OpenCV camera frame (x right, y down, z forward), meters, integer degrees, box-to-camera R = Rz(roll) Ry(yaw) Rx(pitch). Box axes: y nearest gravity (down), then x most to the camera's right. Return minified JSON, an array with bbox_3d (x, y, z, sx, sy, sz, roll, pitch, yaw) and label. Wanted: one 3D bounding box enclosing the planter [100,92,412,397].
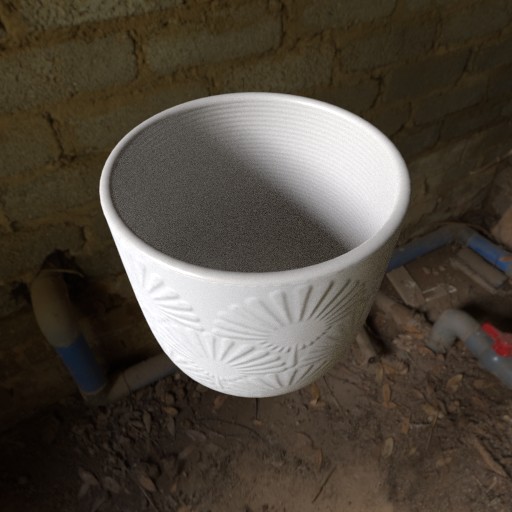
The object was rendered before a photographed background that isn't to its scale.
[{"bbox_3d":[0.000,0.000,0.219,0.124,0.109,0.124,0,47,0],"label":"planter"}]
